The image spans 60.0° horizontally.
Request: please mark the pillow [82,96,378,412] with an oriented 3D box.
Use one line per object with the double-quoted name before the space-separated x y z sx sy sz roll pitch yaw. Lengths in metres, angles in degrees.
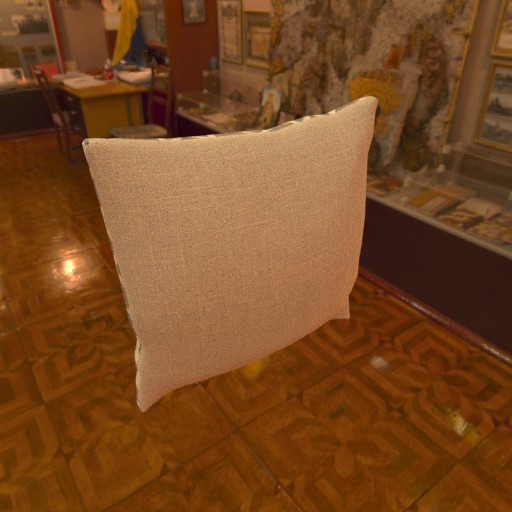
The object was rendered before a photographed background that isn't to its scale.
"pillow" 0.000 0.000 0.790 0.508 0.498 0.215 -19 36 -28
